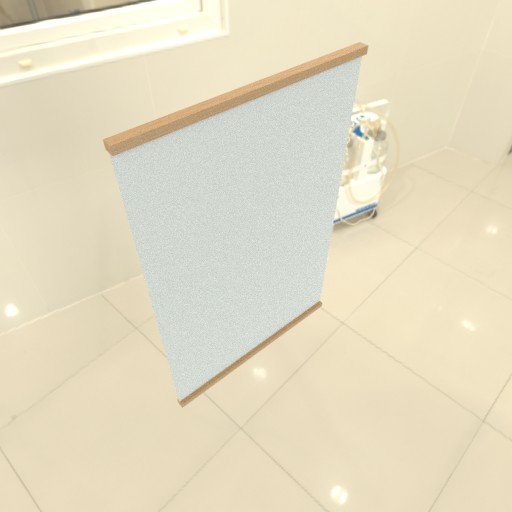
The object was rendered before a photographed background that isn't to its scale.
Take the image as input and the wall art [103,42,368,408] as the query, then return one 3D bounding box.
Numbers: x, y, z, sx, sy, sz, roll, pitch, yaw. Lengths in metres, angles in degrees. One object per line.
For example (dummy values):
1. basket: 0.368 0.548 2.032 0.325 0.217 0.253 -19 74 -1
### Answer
1. wall art: 0.000 0.000 0.640 0.335 0.510 0.013 -31 54 -26
